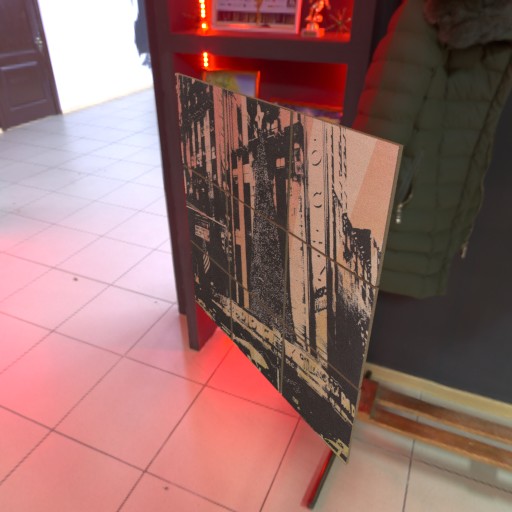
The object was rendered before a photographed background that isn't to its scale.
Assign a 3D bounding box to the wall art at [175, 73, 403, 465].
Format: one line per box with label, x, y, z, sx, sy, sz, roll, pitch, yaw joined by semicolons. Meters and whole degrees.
wall art;0.000;0.000;2.226;0.017;1.521;1.527;-19;36;-29
